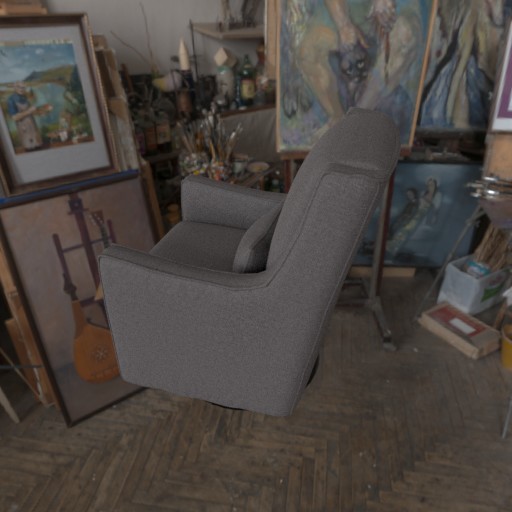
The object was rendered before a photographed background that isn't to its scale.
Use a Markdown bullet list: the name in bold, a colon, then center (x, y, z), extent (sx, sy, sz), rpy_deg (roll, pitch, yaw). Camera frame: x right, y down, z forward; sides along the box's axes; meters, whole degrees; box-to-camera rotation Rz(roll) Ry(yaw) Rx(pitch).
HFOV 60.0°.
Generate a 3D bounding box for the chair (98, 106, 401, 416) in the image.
- **chair**: center (0.000, 0.000, 1.632), extent (0.879, 0.993, 0.732), rpy_deg (8, 32, 13)
